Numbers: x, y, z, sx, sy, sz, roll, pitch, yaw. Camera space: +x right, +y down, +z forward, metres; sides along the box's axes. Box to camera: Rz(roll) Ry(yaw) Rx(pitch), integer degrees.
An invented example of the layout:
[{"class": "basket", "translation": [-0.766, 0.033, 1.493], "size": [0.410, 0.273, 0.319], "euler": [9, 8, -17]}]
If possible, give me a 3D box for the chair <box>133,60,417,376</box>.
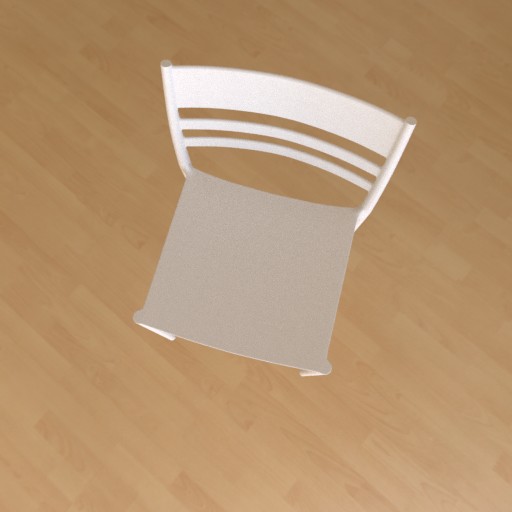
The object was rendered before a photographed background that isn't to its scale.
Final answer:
[{"class": "chair", "translation": [0.000, 0.000, 1.127], "size": [0.531, 0.800, 0.511], "euler": [15, 77, 4]}]
